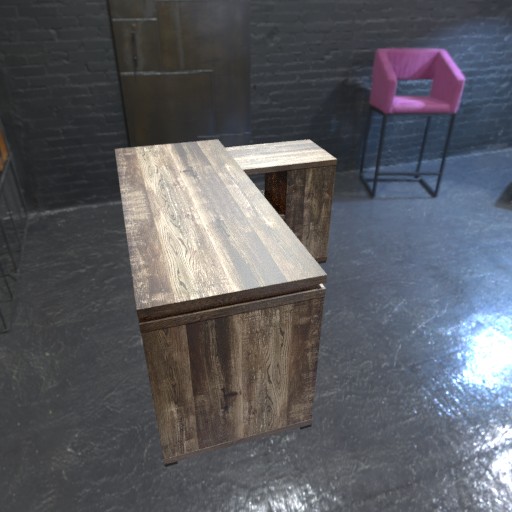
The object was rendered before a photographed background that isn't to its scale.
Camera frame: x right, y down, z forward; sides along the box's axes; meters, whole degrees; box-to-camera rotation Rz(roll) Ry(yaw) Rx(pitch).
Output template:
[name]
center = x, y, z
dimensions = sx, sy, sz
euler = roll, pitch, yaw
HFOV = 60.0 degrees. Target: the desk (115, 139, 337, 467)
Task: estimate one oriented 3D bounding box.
[desk]
center = 0.000, 0.000, 2.244
dimensions = 1.200, 0.753, 1.524
euler = -9, 33, -15
